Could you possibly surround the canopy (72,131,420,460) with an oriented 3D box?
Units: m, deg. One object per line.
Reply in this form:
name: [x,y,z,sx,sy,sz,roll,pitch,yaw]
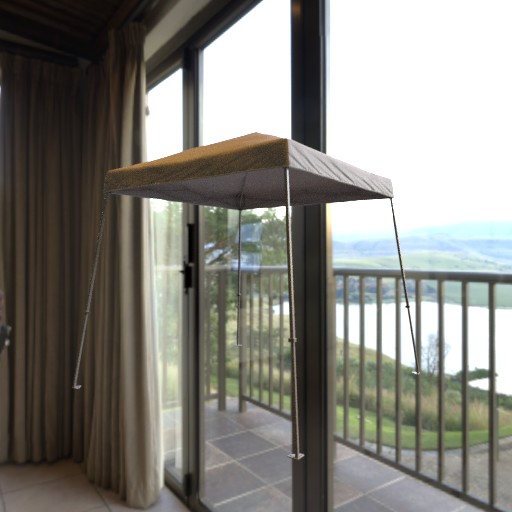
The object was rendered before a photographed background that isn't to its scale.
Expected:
canopy: [0.000,0.000,5.087,2.848,2.849,2.849,0,0,37]
